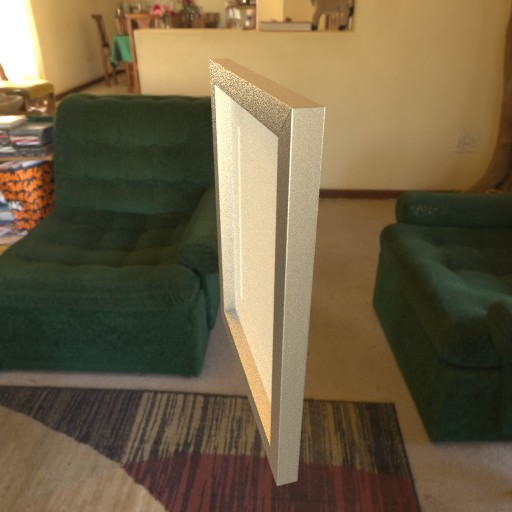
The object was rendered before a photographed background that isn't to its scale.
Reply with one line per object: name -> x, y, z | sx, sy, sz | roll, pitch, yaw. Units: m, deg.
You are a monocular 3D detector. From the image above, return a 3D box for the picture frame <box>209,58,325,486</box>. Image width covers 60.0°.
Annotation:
picture frame -> 0.000, 0.000, 0.507 | 0.036, 0.386, 0.307 | -7, 30, -13
